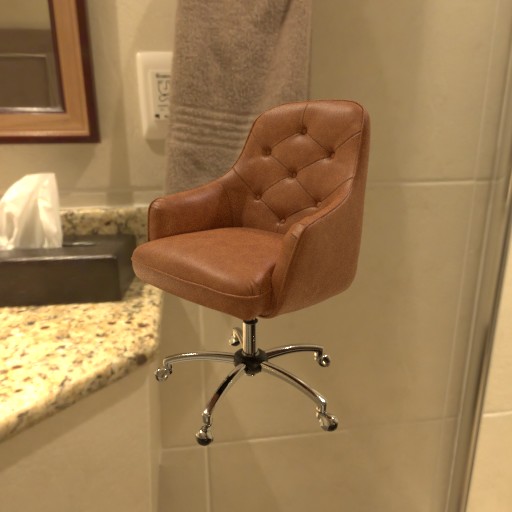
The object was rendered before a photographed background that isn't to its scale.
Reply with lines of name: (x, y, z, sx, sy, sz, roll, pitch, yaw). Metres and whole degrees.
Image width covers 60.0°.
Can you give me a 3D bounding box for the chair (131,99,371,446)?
chair: (0.000, 0.000, 1.327, 0.628, 0.909, 0.615, 15, 21, 41)
